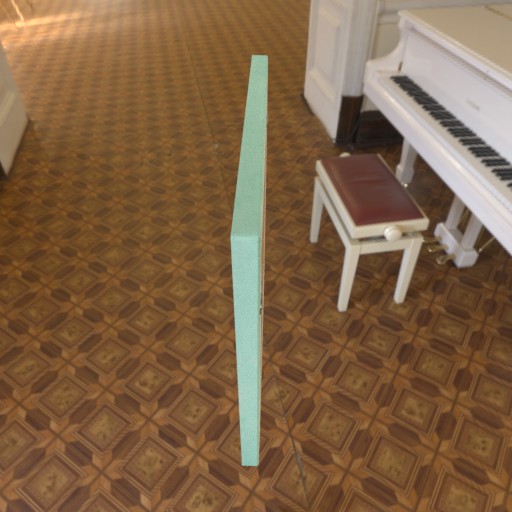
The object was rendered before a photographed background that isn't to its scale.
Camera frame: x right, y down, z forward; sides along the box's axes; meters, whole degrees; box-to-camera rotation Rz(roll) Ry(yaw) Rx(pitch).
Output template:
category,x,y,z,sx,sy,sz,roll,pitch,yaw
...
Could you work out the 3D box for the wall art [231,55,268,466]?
category,x,y,z,sx,sy,sz,roll,pitch,yaw
wall art,0.000,0.000,1.630,0.070,1.073,1.071,1,42,1
